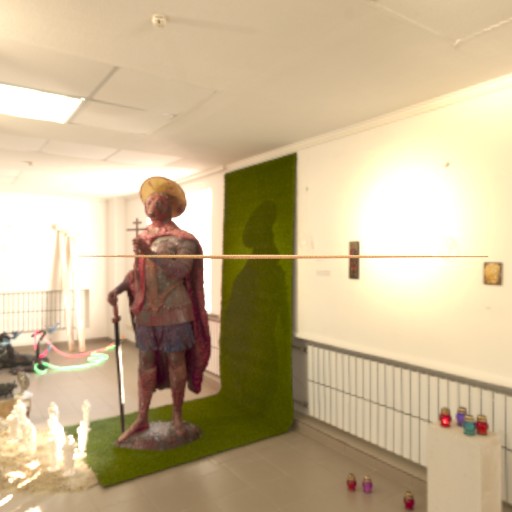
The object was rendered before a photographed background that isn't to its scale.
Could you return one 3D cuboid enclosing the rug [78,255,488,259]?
[{"bbox_3d":[0.000,0.000,4.119,2.438,0.014,3.048,0,0,-35],"label":"rug"}]
